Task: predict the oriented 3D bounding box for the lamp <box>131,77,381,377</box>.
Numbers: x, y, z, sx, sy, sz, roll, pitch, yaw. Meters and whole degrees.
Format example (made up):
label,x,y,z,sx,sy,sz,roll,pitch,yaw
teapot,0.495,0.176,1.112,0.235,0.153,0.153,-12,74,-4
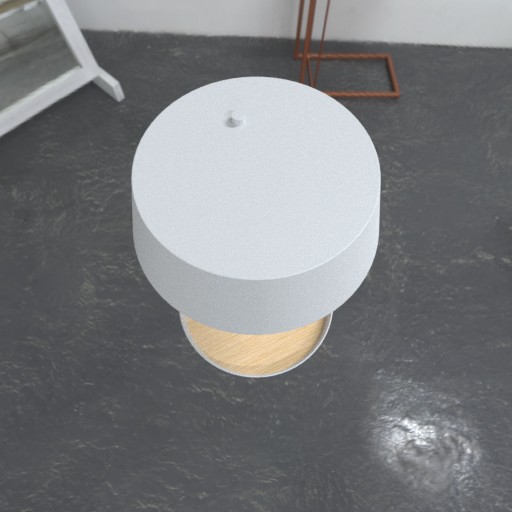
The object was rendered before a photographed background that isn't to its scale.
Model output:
label,x,y,z,sx,sy,sz,roll,pitch,yaw
lamp,0.000,0.000,0.626,0.291,0.429,0.291,0,64,0
